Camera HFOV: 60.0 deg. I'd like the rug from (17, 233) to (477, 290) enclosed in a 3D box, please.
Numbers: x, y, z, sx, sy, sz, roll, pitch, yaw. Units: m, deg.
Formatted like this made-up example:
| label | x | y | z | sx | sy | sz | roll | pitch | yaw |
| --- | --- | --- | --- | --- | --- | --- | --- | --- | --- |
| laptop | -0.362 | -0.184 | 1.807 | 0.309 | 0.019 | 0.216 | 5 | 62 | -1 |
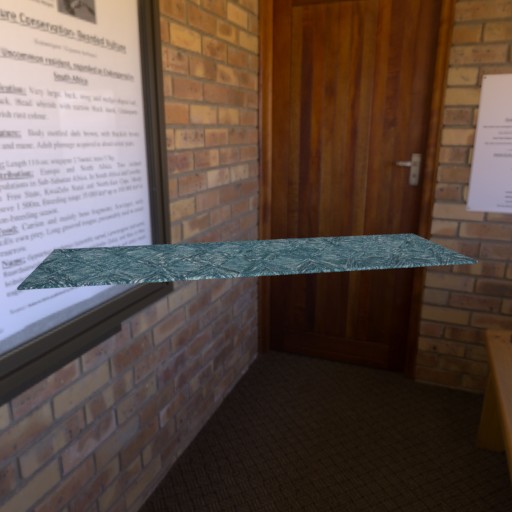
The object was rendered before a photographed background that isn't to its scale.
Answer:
| label | x | y | z | sx | sy | sz | roll | pitch | yaw |
| --- | --- | --- | --- | --- | --- | --- | --- | --- | --- |
| rug | 0.000 | 0.000 | 2.486 | 2.286 | 0.016 | 0.676 | -3 | 16 | -10 |
